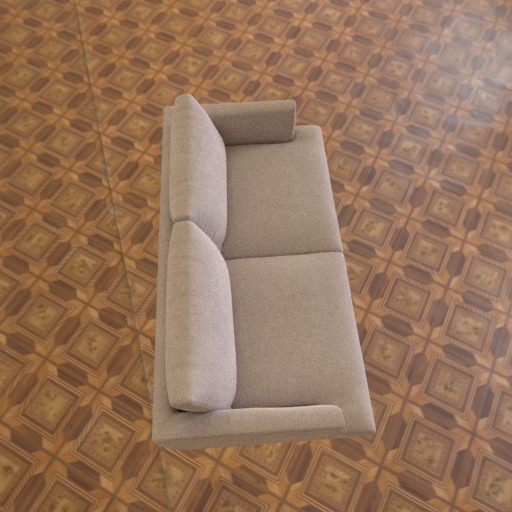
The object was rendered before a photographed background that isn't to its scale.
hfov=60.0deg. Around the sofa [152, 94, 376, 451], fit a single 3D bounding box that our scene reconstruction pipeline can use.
[{"bbox_3d":[0.000,0.000,2.505,1.020,0.868,1.948,-4,63,-2],"label":"sofa"}]
